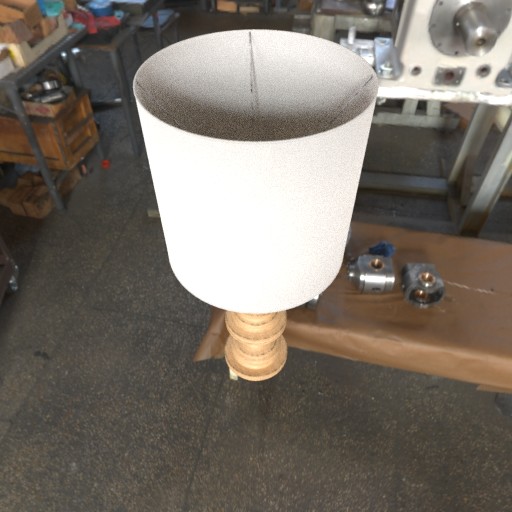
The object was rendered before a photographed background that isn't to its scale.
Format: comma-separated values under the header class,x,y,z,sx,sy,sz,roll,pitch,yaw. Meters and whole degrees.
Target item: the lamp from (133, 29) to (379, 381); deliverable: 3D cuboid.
class,x,y,z,sx,sy,sz,roll,pitch,yaw
lamp,0.000,0.000,0.548,0.208,0.455,0.208,-17,49,-15
